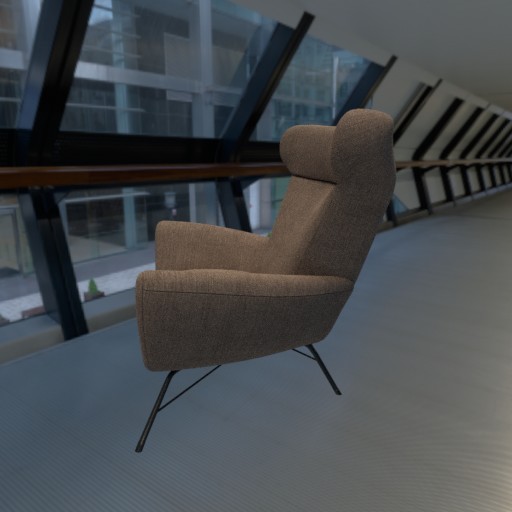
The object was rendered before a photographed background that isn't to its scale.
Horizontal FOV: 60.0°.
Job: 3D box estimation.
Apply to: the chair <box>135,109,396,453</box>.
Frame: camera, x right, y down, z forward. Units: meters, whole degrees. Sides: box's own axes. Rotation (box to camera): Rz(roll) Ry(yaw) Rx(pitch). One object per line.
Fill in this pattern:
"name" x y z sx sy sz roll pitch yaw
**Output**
"chair" 0.000 0.000 1.736 0.900 1.040 0.980 -2 14 -8
